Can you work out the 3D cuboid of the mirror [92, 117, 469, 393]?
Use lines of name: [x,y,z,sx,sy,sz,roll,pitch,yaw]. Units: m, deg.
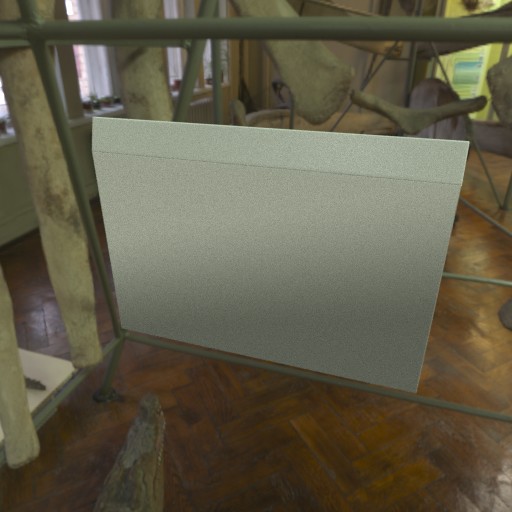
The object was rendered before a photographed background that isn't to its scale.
mirror: [0.000,0.000,1.121,0.870,0.630,0.030,9,28,17]
